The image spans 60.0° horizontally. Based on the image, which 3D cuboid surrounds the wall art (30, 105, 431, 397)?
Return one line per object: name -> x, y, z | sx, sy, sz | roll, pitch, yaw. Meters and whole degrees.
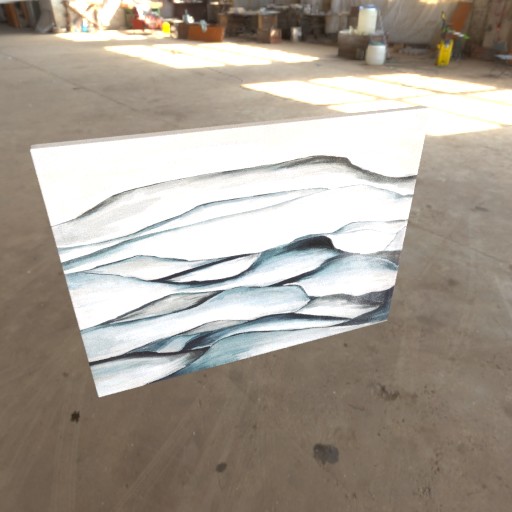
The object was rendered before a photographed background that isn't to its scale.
wall art -> 0.000, 0.000, 1.542 | 1.219, 0.915, 0.039 | -11, 34, -17
